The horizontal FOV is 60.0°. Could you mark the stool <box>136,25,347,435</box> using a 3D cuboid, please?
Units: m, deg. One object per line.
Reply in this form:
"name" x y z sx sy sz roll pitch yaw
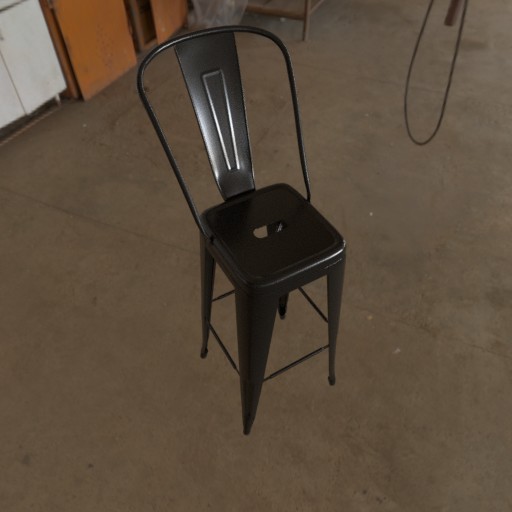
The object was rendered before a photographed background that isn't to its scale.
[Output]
"stool" 0.000 0.000 1.292 0.399 1.096 0.513 -23 51 -20
